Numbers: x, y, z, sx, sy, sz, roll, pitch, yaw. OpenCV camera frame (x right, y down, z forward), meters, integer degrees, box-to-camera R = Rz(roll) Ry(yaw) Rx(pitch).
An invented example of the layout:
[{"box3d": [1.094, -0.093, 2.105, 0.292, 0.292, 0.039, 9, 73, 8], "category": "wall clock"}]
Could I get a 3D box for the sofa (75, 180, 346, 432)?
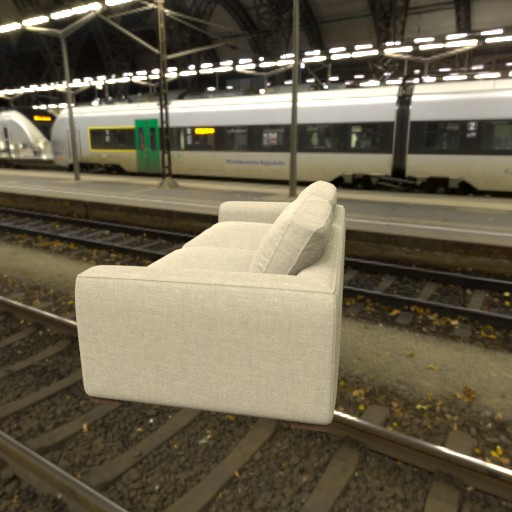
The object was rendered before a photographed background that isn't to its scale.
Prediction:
[{"box3d": [0.000, 0.000, 2.740, 1.070, 0.801, 2.262, 3, 15, 11], "category": "sofa"}]
